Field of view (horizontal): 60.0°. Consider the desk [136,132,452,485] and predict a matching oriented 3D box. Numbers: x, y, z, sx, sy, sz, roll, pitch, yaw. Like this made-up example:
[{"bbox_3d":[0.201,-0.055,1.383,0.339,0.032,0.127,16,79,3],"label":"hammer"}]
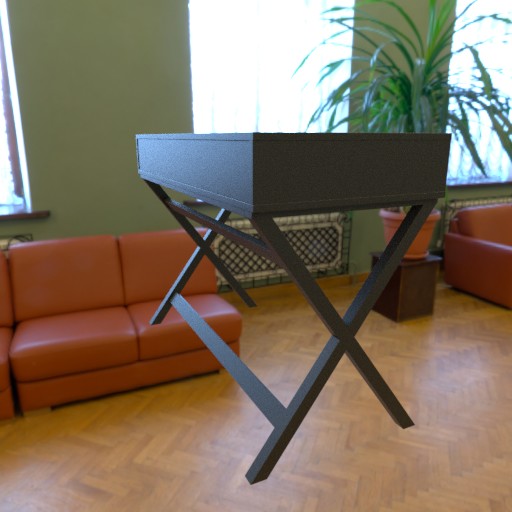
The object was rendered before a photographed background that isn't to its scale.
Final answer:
[{"bbox_3d":[0.000,0.000,1.471,0.525,0.780,1.057,-7,17,-25],"label":"desk"}]
